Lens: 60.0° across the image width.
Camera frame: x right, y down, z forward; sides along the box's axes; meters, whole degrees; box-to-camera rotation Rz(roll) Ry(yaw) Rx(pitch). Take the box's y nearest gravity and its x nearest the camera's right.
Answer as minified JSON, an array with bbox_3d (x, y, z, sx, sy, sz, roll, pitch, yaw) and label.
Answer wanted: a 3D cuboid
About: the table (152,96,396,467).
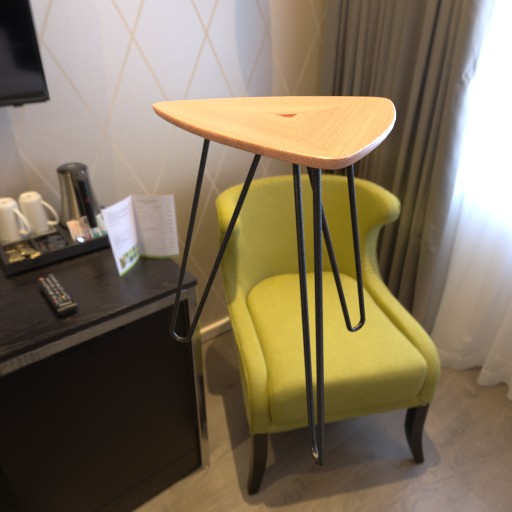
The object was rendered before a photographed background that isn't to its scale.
[{"bbox_3d":[0.000,0.000,0.892,0.455,0.564,0.442,11,31,19],"label":"table"}]
